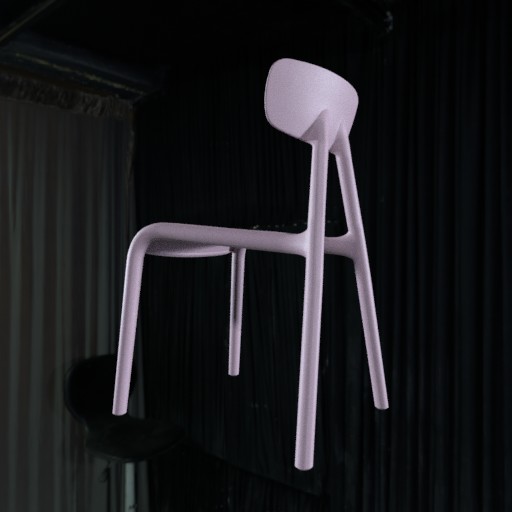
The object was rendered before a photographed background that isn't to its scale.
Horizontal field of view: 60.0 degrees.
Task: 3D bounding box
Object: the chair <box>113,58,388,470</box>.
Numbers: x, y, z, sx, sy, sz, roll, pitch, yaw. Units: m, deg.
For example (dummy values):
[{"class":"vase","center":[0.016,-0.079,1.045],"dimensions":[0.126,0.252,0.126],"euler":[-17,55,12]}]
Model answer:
[{"class":"chair","center":[0.000,0.000,0.836],"dimensions":[0.401,0.580,0.356],"euler":[0,0,36]}]
